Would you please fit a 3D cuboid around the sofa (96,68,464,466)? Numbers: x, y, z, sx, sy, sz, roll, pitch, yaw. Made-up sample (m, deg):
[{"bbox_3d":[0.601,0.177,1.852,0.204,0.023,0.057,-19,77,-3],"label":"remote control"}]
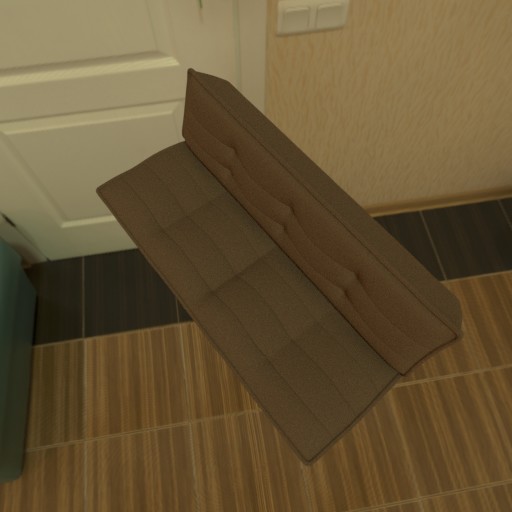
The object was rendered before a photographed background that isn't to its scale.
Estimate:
[{"bbox_3d":[0.000,0.000,2.420,0.950,0.890,1.940,-36,69,-16],"label":"sofa"}]
